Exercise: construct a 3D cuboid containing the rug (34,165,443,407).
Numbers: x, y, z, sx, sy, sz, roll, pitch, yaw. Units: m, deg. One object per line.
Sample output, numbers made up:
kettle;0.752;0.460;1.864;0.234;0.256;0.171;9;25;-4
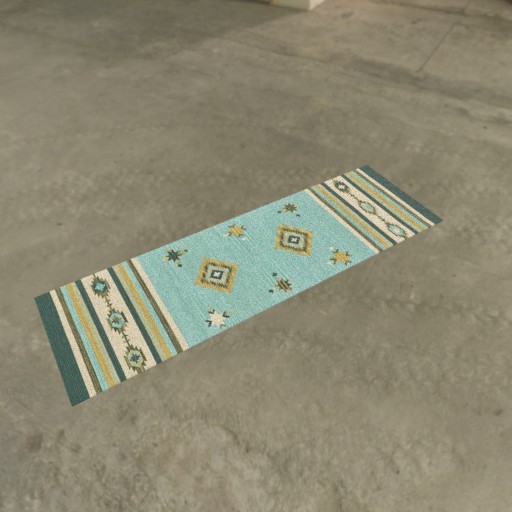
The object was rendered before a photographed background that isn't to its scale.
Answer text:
rug;0.000;0.000;2.695;2.441;0.010;0.744;-24;50;-22
